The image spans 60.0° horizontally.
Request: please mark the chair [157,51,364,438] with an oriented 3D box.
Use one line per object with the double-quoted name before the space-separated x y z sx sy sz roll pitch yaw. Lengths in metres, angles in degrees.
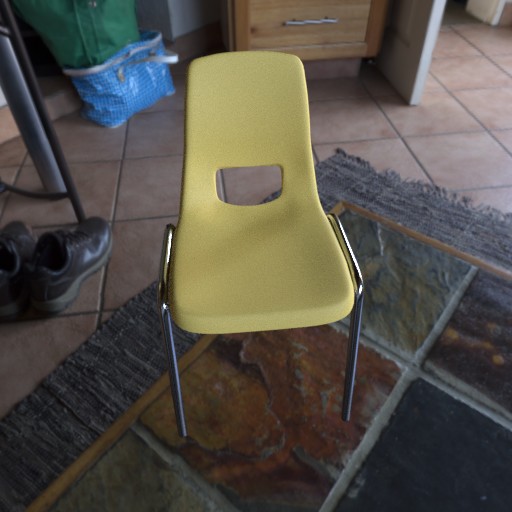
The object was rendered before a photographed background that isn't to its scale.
"chair" 0.000 0.000 0.898 0.381 0.653 0.436 -4 45 -4
